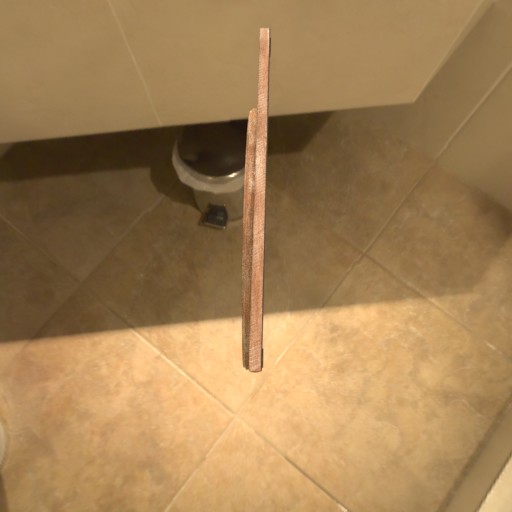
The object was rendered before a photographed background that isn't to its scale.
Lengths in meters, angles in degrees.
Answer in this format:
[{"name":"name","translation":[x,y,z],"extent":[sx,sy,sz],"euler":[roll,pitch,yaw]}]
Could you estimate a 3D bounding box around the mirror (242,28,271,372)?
[{"name":"mirror","translation":[0.000,0.000,0.975],"extent":[0.058,0.787,0.495],"euler":[2,75,0]}]
